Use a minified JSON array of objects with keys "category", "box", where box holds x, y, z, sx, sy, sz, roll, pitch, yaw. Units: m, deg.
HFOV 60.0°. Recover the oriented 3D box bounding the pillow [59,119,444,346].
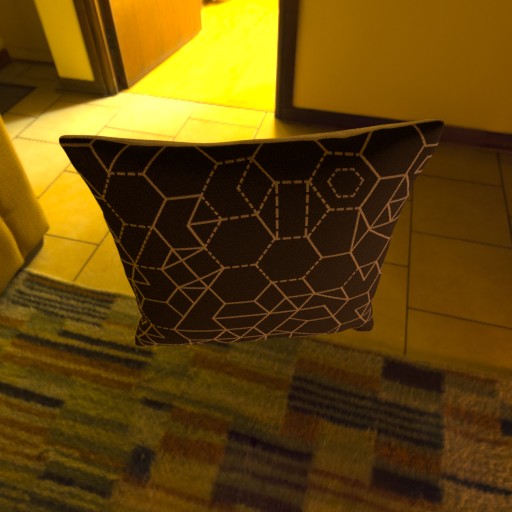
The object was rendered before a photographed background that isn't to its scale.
[{"category":"pillow","box":[0.000,0.000,0.776,0.517,0.508,0.158,-4,48,-3]}]
